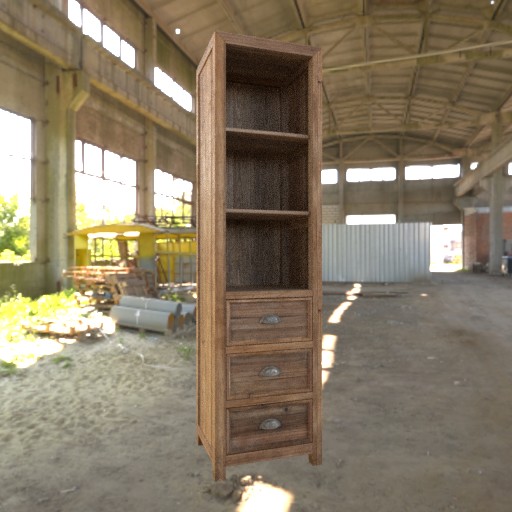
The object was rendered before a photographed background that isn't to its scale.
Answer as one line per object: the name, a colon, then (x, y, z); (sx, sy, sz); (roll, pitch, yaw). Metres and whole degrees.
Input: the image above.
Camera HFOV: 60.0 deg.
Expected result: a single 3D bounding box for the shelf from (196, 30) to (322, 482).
shelf: (0.000, 0.000, 2.138); (0.500, 1.900, 0.428); (0, 0, -18)
